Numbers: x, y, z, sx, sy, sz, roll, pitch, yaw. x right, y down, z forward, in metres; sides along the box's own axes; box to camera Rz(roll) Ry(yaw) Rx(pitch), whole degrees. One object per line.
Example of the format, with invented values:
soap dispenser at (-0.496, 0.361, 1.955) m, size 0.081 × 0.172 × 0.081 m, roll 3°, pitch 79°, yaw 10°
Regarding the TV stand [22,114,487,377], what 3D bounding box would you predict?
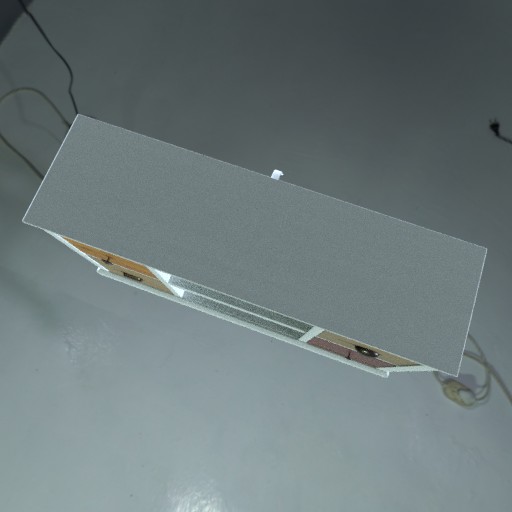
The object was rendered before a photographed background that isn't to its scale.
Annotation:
TV stand at (0.000, 0.000, 1.480) m, size 1.187 × 0.624 × 0.424 m, roll 19°, pitch 76°, yaw 5°
